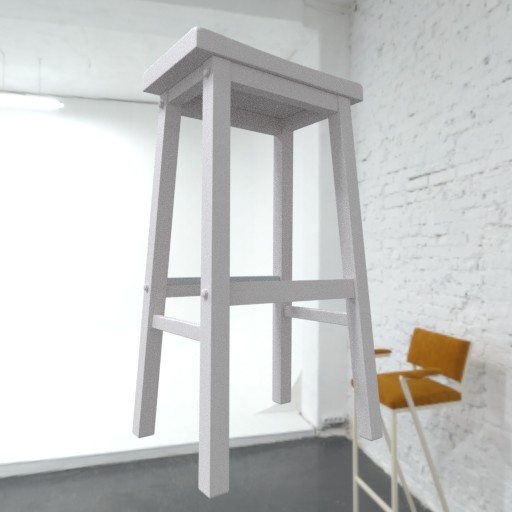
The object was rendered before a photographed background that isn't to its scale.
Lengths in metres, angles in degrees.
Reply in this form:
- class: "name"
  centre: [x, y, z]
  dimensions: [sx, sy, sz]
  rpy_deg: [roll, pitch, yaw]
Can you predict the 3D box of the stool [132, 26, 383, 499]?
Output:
- class: "stool"
  centre: [0.000, 0.000, 0.922]
  dimensions: [0.406, 0.742, 0.322]
  rpy_deg: [1, -1, -36]
